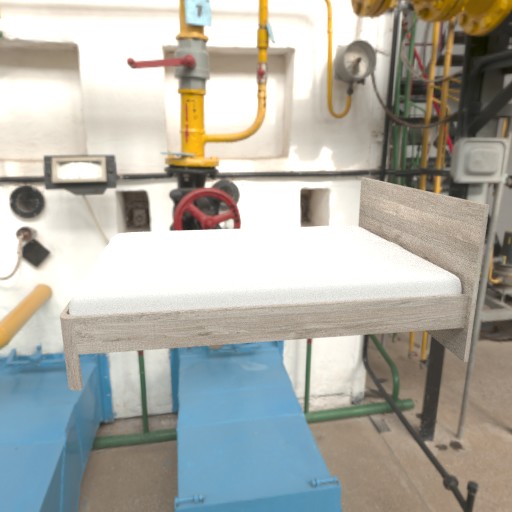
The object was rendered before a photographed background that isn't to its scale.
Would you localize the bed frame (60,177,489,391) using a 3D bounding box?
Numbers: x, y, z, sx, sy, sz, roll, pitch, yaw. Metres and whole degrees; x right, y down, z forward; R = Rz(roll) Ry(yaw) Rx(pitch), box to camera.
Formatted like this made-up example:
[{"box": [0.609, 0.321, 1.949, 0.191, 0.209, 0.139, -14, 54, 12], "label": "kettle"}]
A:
[{"box": [0.000, 0.000, 2.716, 1.950, 0.800, 1.490, -2, 15, -9], "label": "bed frame"}]
